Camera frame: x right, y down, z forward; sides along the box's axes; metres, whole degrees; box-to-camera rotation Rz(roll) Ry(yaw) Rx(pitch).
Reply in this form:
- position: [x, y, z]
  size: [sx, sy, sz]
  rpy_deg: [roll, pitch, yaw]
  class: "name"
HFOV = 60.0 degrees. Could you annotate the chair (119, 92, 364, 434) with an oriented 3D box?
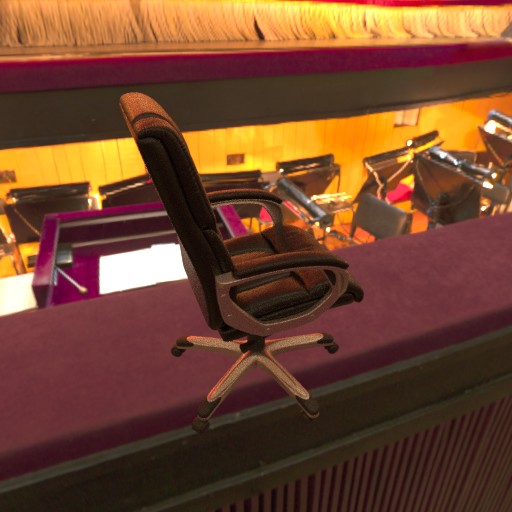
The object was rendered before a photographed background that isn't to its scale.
- position: [0.000, 0.000, 1.622]
  size: [0.780, 1.145, 0.700]
  rpy_deg: [-10, 32, -17]
  class: "chair"
